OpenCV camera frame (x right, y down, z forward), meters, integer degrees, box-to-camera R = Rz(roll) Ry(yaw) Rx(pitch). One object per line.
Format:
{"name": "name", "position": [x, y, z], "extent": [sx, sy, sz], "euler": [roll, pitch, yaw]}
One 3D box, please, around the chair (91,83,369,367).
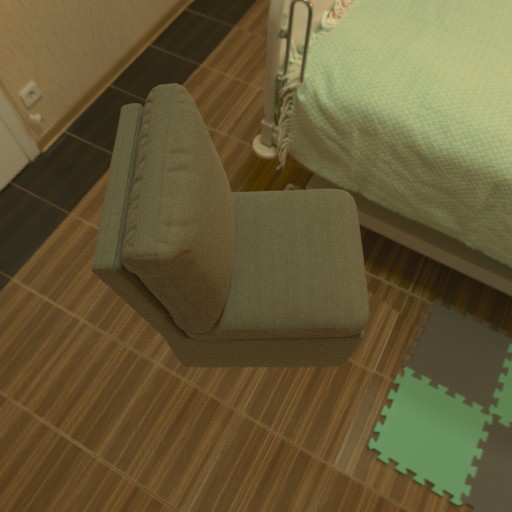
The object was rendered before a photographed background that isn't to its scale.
{"name": "chair", "position": [0.000, 0.000, 1.374], "extent": [0.698, 0.927, 0.503], "euler": [0, 63, 0]}
